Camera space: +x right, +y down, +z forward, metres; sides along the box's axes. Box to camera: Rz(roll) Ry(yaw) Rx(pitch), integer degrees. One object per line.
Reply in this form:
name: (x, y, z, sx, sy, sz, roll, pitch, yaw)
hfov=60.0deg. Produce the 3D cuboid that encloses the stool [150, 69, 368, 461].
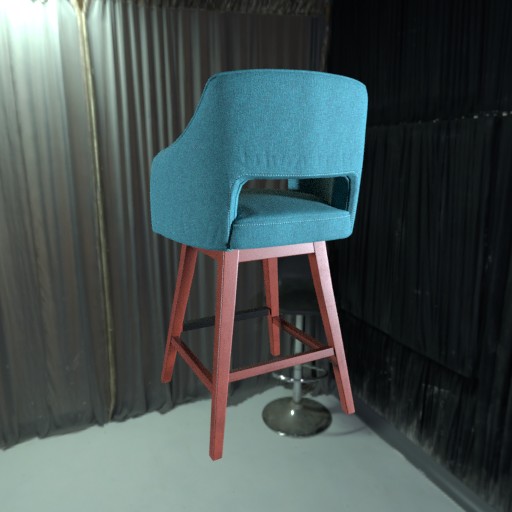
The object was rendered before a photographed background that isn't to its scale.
stool: (0.000, 0.000, 1.327, 0.548, 0.961, 0.556, -7, 15, -27)
